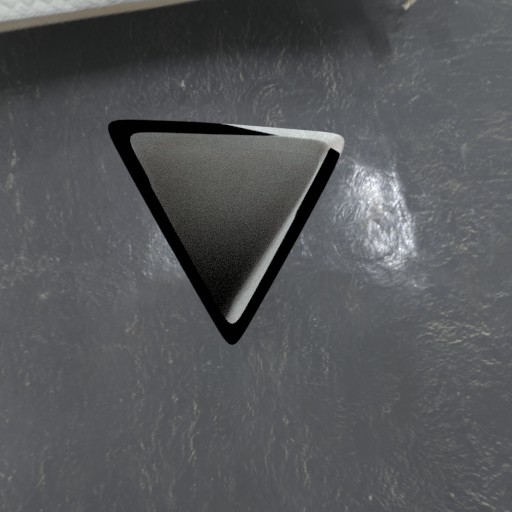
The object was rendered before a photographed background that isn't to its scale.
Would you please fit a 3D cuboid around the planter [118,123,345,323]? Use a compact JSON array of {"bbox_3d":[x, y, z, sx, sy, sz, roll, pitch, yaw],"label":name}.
[{"bbox_3d":[0.000,0.000,0.157,0.047,0.130,0.058,-30,77,-8],"label":"planter"}]
